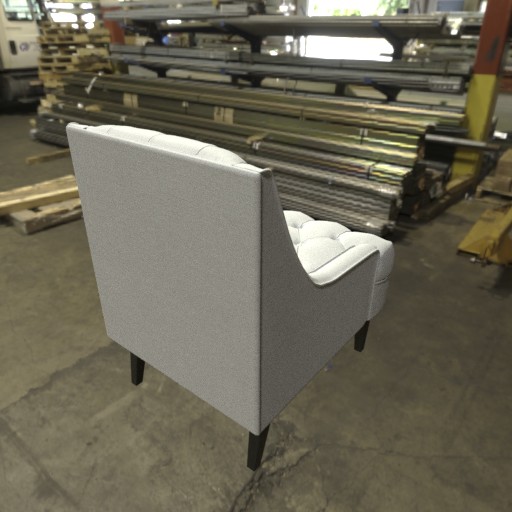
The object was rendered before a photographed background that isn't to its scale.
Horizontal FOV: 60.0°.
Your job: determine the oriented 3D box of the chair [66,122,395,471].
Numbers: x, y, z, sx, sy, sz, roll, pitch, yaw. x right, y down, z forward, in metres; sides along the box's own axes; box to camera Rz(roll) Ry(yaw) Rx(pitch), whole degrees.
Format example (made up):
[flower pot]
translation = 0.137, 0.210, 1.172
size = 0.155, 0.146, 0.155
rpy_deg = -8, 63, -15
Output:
[chair]
translation = 0.000, 0.000, 1.415
size = 0.658, 0.891, 0.772
rpy_deg = 21, 35, 33
